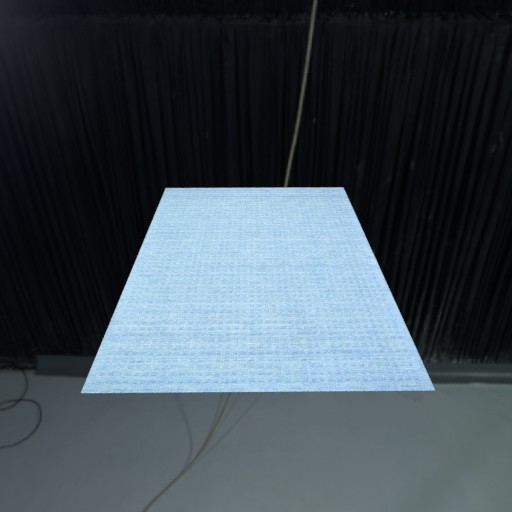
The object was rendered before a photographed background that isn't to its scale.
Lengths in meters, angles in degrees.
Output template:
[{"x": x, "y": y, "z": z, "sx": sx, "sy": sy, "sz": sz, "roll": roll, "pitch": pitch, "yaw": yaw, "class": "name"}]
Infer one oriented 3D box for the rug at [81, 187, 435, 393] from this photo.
[{"x": 0.000, "y": 0.000, "z": 3.715, "sx": 1.982, "sy": 0.006, "sz": 2.895, "roll": 0, "pitch": 32, "yaw": 0, "class": "rug"}]
